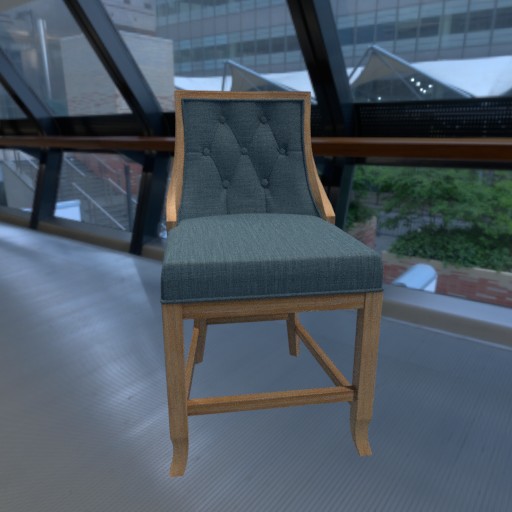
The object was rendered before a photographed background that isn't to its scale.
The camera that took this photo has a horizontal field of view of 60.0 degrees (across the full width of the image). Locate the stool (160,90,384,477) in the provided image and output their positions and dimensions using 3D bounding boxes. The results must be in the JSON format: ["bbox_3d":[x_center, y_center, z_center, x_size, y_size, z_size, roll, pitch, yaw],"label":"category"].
[{"bbox_3d":[0.000,0.000,1.291,0.524,0.938,0.626,-2,17,-8],"label":"stool"}]
